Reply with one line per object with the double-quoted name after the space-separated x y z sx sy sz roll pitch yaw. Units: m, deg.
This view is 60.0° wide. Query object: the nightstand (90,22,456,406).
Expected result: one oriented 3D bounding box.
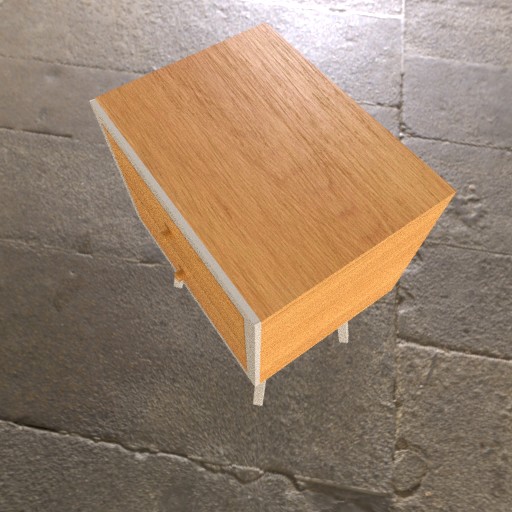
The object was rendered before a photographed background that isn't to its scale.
0.000 0.000 0.838 0.316 0.601 0.400 -32 66 -16 "nightstand"
